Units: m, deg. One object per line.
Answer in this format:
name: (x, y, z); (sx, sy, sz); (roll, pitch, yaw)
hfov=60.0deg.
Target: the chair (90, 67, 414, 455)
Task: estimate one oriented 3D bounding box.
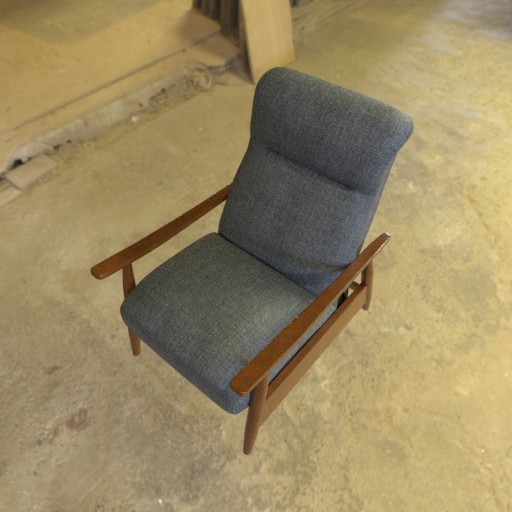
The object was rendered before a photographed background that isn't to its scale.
chair: (0.000, 0.000, 1.806); (0.762, 1.082, 1.030); (32, 55, 26)
